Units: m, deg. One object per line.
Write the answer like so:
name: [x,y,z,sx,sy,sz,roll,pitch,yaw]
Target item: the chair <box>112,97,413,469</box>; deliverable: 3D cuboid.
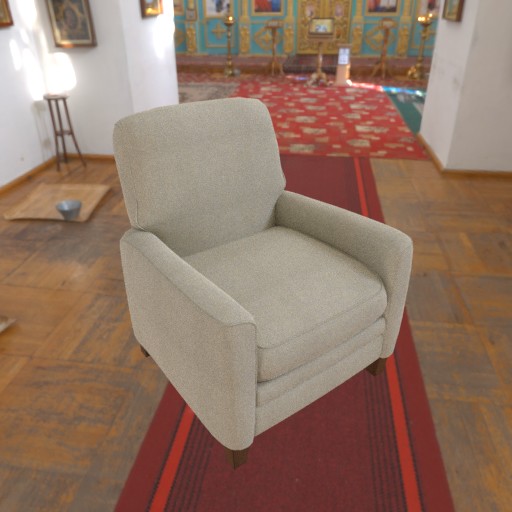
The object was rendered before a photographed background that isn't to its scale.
chair: [0.000,0.000,1.653,0.850,1.006,0.853,-20,35,-32]
